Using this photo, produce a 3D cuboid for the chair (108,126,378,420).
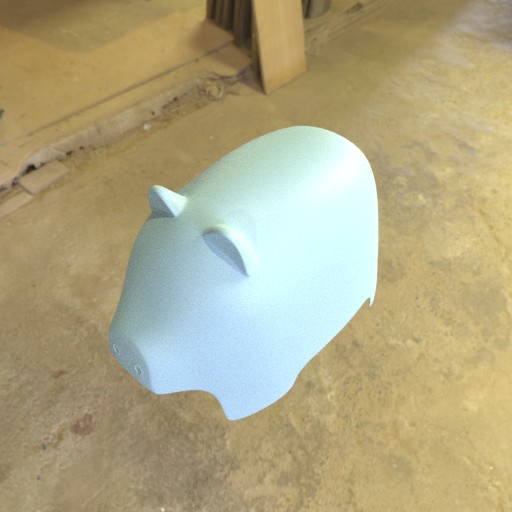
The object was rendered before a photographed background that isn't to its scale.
[{"bbox_3d":[0.000,0.000,0.854,0.364,0.423,0.619,33,55,27],"label":"chair"}]
